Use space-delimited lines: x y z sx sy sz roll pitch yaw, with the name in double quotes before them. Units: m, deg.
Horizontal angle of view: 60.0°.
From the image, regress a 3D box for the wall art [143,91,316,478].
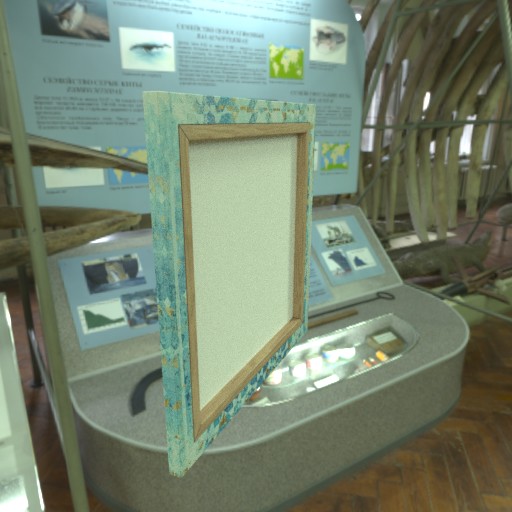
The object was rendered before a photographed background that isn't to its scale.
"wall art" 0.000 0.000 1.380 0.040 0.916 0.916 8 19 25
